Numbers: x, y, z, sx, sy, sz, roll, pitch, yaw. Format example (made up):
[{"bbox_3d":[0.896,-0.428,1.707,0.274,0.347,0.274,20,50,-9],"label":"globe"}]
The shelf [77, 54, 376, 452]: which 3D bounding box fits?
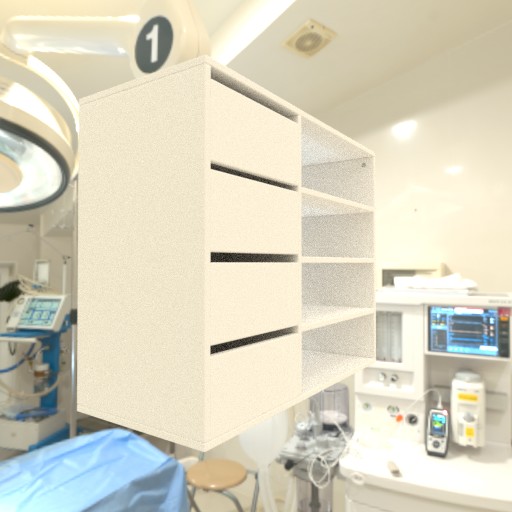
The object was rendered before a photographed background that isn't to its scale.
[{"bbox_3d":[0.000,0.000,1.293,0.396,0.732,0.895,-1,-1,35],"label":"shelf"}]
